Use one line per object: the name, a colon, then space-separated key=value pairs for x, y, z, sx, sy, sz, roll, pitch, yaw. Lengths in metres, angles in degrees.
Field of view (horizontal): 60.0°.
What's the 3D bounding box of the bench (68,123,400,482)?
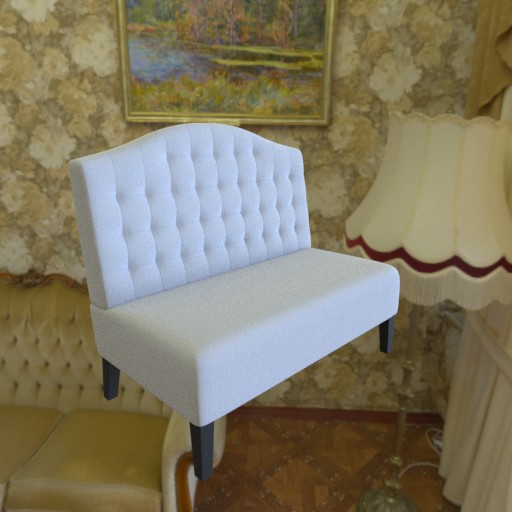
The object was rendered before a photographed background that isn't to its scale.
bench: x=0.000 y=0.000 z=2.047 sx=0.815 sy=1.180 sz=1.335 roll=16 pitch=22 yaw=43
